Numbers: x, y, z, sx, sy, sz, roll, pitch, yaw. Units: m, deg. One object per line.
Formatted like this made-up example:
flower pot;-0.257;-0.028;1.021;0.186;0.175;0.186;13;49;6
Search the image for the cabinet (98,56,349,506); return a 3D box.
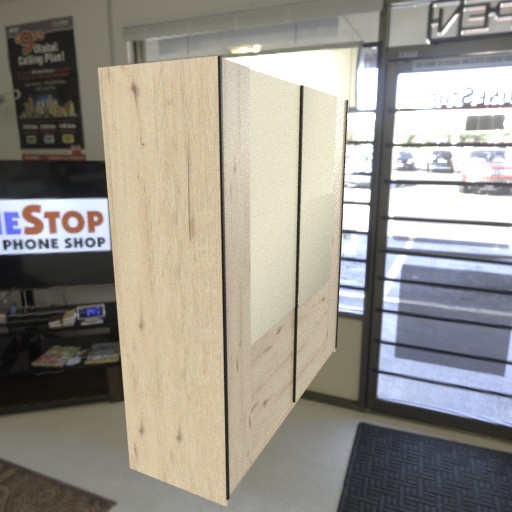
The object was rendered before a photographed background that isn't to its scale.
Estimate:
cabinet;0.000;0.000;3.057;0.660;2.180;2.000;7;16;25
